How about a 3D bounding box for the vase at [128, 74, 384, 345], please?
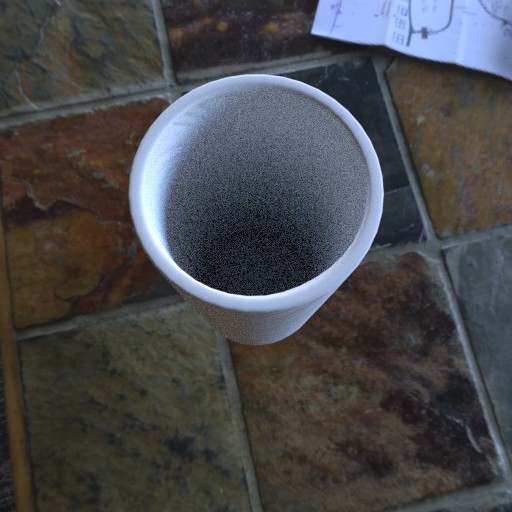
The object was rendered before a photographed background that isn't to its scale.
[{"bbox_3d":[0.000,0.000,0.391,0.143,0.316,0.143,0,76,0],"label":"vase"}]
